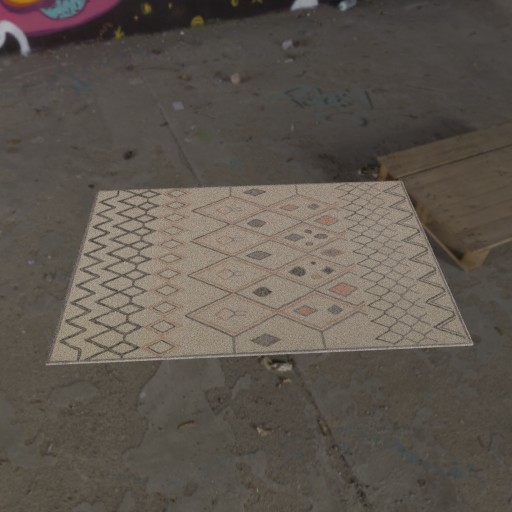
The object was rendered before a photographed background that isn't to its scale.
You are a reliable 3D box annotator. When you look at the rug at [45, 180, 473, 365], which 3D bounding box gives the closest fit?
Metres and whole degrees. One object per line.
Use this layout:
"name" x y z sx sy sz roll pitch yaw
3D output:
"rug" 0.000 0.000 3.030 2.438 0.015 1.524 -2 48 -2
